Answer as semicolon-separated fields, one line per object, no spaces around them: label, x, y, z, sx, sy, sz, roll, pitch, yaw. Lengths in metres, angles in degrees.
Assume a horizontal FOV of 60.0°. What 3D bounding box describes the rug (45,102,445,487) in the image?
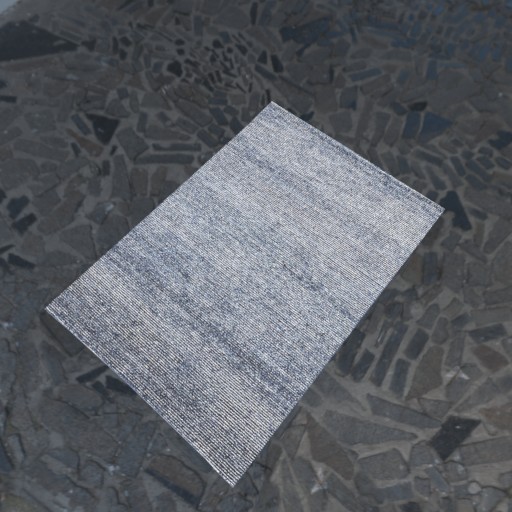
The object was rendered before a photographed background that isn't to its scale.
rug;0.000;0.000;3.043;1.624;0.030;2.349;37;70;16
